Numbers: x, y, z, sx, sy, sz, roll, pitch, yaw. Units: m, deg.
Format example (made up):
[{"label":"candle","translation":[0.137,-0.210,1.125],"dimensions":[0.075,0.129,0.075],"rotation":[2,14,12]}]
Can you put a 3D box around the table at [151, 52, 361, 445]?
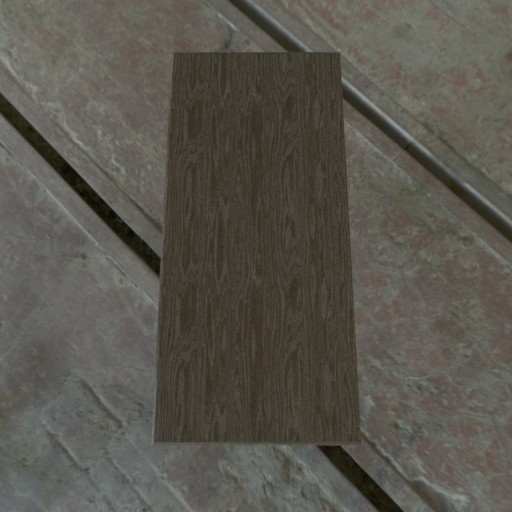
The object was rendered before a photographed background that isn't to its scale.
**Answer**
[{"label":"table","translation":[0.000,0.000,1.787],"dimensions":[0.599,0.780,1.300],"rotation":[0,76,0]}]
